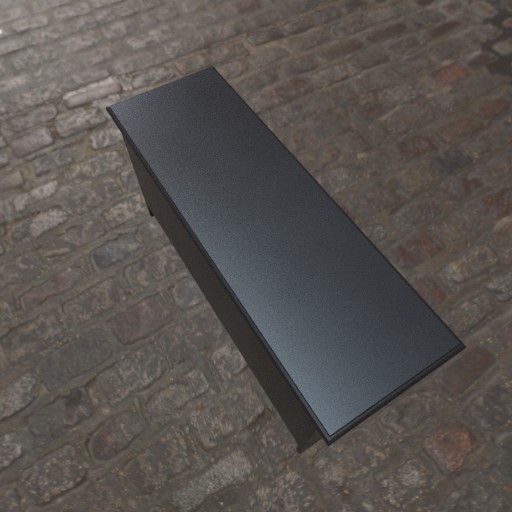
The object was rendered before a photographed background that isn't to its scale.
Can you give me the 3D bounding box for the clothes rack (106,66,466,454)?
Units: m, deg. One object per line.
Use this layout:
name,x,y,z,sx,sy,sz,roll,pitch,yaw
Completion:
clothes rack,0.000,0.000,1.481,0.406,0.556,1.219,-28,63,-16
